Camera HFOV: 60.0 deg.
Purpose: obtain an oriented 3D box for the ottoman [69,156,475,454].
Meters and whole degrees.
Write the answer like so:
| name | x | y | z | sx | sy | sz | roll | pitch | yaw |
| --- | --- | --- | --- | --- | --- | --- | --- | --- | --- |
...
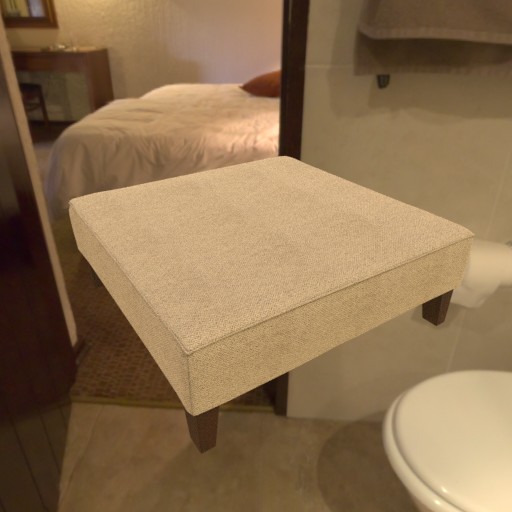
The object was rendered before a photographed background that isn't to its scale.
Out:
| name | x | y | z | sx | sy | sz | roll | pitch | yaw |
| --- | --- | --- | --- | --- | --- | --- | --- | --- | --- |
| ottoman | 0.000 | 0.000 | 1.531 | 0.982 | 0.381 | 0.973 | -18 | 34 | -29 |
